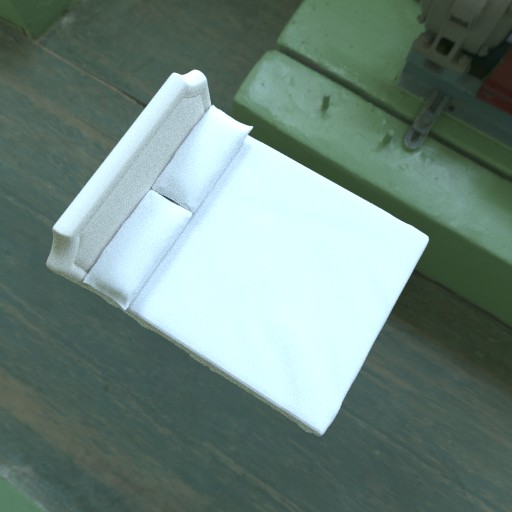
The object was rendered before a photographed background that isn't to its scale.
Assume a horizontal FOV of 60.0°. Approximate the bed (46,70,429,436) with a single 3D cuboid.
[{"bbox_3d":[0.000,0.000,3.917,2.548,1.524,2.134,31,77,8],"label":"bed"}]
